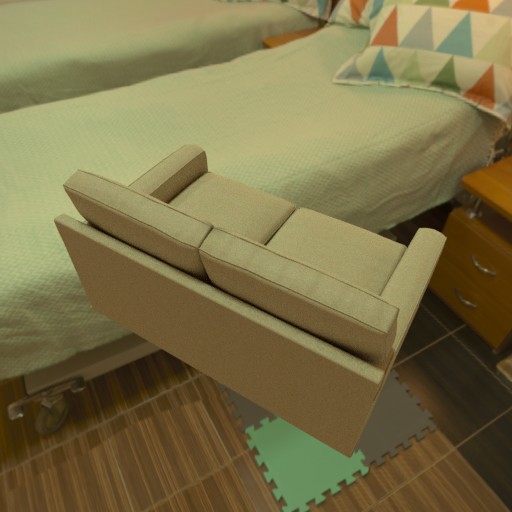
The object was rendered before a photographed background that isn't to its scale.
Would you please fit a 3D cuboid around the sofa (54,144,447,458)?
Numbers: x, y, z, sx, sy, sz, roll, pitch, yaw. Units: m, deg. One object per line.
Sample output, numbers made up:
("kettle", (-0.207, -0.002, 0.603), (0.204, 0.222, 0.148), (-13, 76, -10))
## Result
("sofa", (0.000, 0.000, 2.085), (1.484, 0.853, 0.942), (24, 51, 21))
